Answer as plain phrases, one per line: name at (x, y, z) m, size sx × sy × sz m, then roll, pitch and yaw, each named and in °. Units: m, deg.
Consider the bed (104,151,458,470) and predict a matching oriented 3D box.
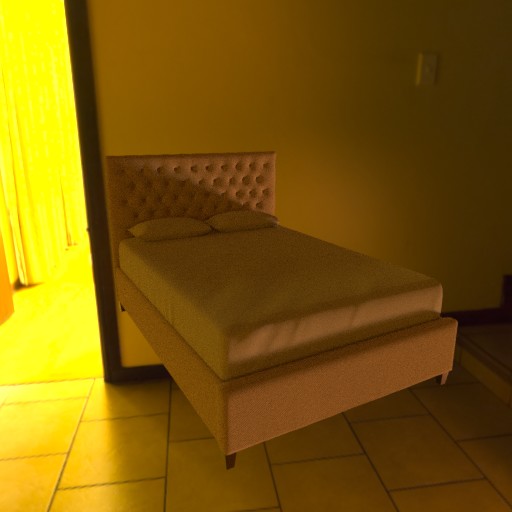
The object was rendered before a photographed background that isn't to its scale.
bed at (0.000, 0.000, 3.383) m, size 1.698 × 1.427 × 2.387 m, roll -9°, pitch 18°, yaw -28°
